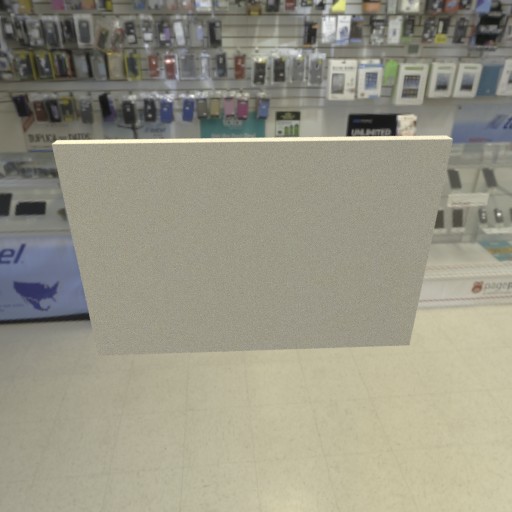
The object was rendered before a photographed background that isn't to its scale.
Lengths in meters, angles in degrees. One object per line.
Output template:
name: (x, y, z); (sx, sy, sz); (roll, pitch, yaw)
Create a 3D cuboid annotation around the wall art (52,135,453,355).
wall art: (0.000, 0.000, 1.149); (0.898, 0.601, 0.038); (-1, 28, -2)
